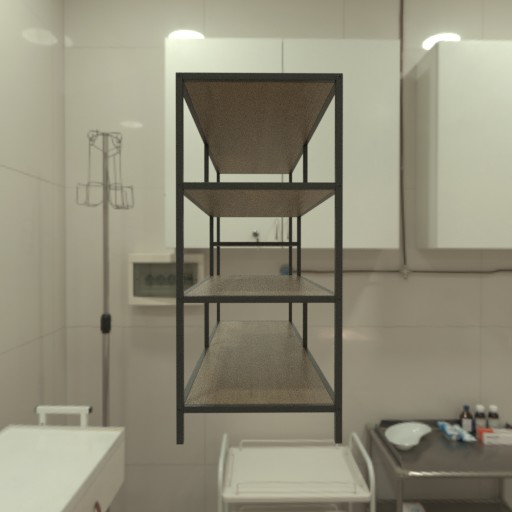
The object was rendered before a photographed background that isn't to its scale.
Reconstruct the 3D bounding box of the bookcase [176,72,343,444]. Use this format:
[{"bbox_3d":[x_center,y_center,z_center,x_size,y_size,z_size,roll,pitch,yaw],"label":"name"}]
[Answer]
[{"bbox_3d":[0.000,0.000,1.499,0.350,0.780,1.140,0,1,-1],"label":"bookcase"}]
